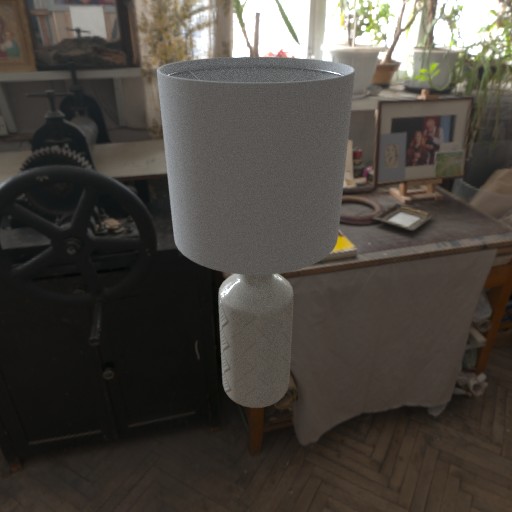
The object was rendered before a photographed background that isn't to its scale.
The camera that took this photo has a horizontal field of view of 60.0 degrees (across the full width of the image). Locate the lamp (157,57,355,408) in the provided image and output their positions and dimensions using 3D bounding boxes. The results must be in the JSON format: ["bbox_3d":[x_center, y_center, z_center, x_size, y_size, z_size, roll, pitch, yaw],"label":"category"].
[{"bbox_3d":[0.000,0.000,0.584,0.207,0.461,0.207,20,35,31],"label":"lamp"}]
